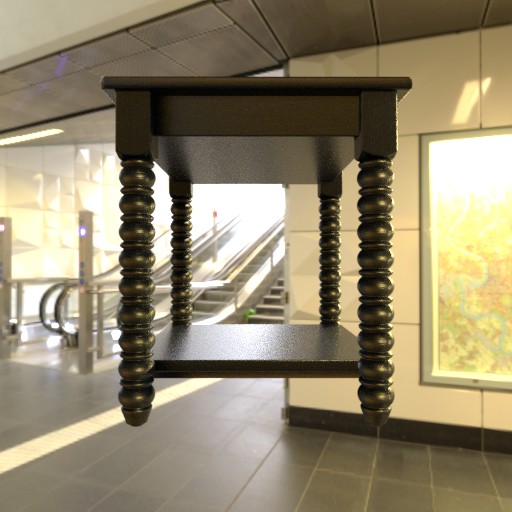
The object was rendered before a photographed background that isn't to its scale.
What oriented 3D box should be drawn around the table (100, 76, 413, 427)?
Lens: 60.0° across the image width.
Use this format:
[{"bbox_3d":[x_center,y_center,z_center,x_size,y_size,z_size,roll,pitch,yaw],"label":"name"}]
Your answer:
[{"bbox_3d":[0.000,0.000,0.966,0.500,0.567,0.533,0,-1,0],"label":"table"}]
